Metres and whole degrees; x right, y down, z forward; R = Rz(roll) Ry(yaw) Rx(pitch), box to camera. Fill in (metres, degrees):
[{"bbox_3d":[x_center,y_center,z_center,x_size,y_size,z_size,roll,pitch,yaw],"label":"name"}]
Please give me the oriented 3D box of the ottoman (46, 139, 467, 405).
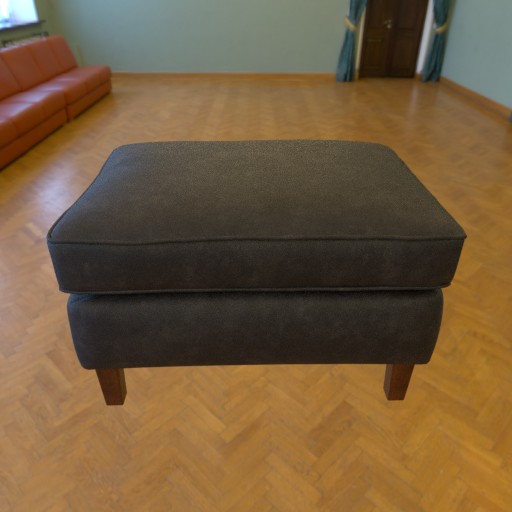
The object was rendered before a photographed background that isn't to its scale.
[{"bbox_3d":[0.000,0.000,0.951,0.665,0.413,0.501,-1,31,-1],"label":"ottoman"}]
